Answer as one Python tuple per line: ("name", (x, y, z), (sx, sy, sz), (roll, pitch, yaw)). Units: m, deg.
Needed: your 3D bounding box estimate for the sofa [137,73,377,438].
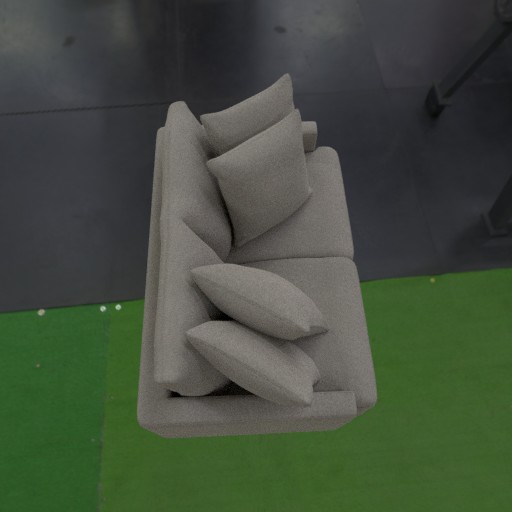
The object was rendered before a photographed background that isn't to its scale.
("sofa", (0.000, 0.000, 2.609), (1.228, 1.080, 1.869), (-2, 63, -1))
